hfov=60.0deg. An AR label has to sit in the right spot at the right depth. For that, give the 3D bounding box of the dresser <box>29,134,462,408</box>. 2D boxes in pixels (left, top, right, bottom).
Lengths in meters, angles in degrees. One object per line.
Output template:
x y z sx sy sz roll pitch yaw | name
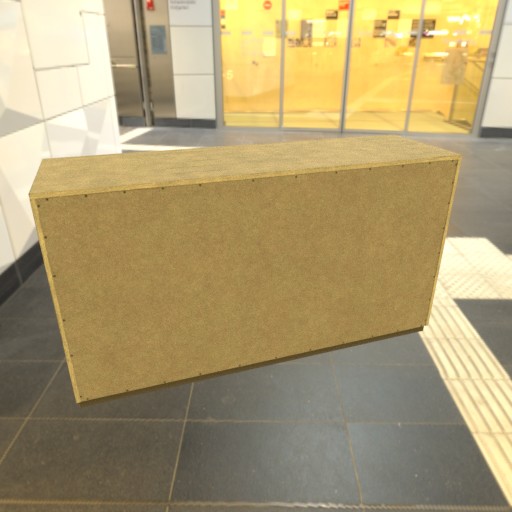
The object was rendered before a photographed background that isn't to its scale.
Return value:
0.000 0.000 1.982 1.628 0.889 0.483 -8 27 -17 | dresser
